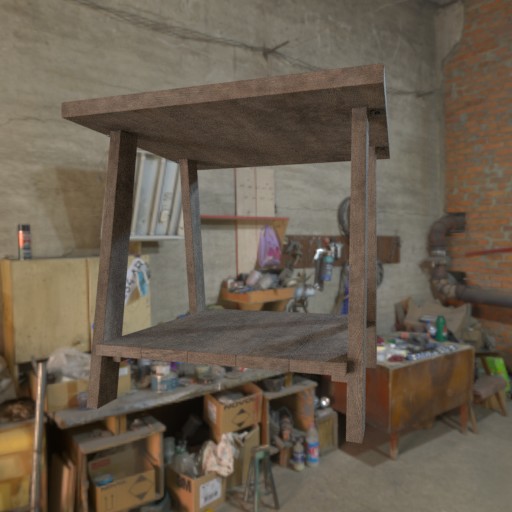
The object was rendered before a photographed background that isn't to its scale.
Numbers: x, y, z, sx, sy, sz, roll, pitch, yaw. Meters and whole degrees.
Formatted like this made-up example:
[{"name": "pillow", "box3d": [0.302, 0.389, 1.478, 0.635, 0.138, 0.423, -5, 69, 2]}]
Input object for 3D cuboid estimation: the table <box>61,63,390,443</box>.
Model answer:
[{"name": "table", "box3d": [0.000, 0.000, 1.073, 0.610, 0.610, 0.610, 0, 1, 18]}]
